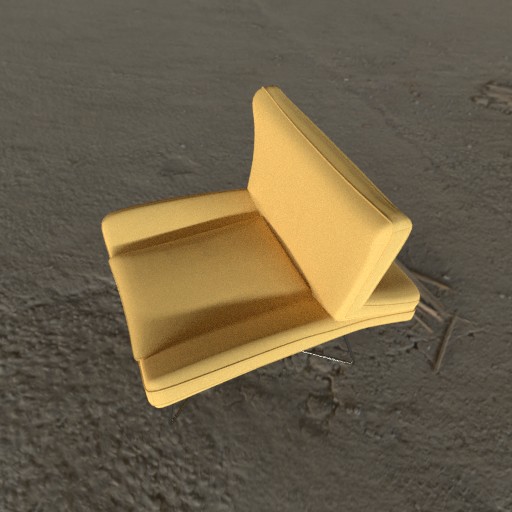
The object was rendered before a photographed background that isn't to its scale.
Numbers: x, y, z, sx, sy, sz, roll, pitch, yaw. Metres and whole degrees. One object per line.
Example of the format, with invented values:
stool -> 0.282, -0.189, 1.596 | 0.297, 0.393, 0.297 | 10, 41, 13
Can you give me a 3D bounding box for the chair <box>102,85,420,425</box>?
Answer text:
chair -> 0.000, 0.000, 1.622 | 1.008, 0.855, 0.859 | -17, 49, -16
